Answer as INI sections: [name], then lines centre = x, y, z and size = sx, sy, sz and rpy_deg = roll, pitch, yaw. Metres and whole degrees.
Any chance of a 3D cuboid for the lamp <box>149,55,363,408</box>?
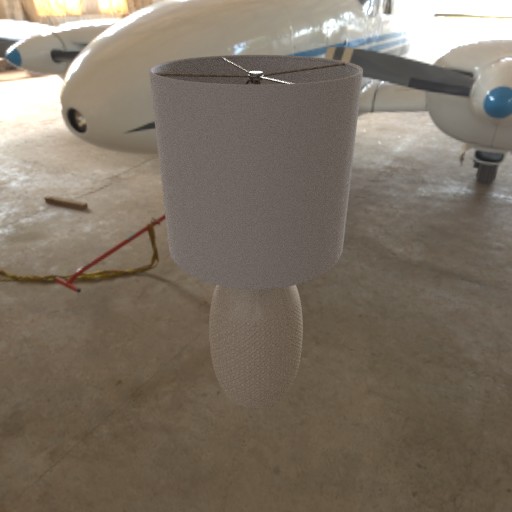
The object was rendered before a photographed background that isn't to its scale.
[lamp]
centre = 0.000, 0.000, 0.572
size = 0.217, 0.453, 0.217
rpy_deg = -11, 32, -18
